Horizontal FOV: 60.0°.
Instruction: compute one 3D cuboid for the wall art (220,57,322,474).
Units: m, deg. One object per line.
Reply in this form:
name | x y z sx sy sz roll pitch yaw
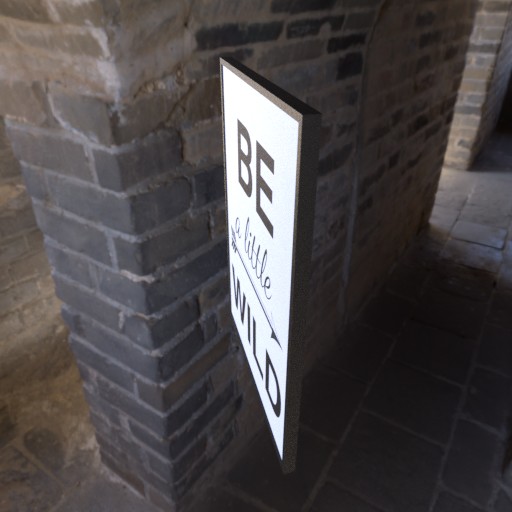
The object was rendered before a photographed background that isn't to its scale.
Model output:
wall art | 0.000 0.000 1.401 0.038 1.062 0.806 -8 32 -12
